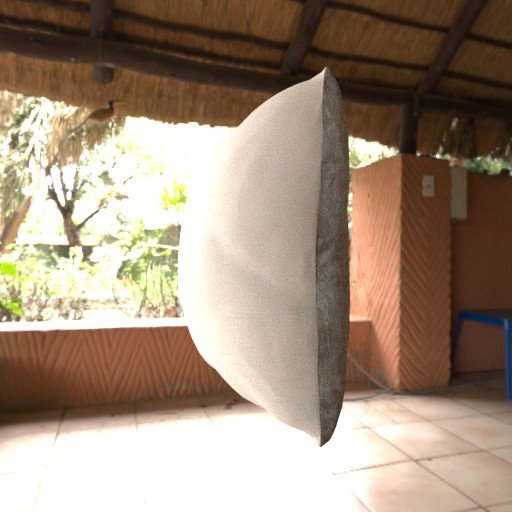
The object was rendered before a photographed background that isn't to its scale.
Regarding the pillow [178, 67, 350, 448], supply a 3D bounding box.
[{"bbox_3d":[0.000,0.000,0.723,0.245,0.448,0.450,0,-1,-18],"label":"pillow"}]
